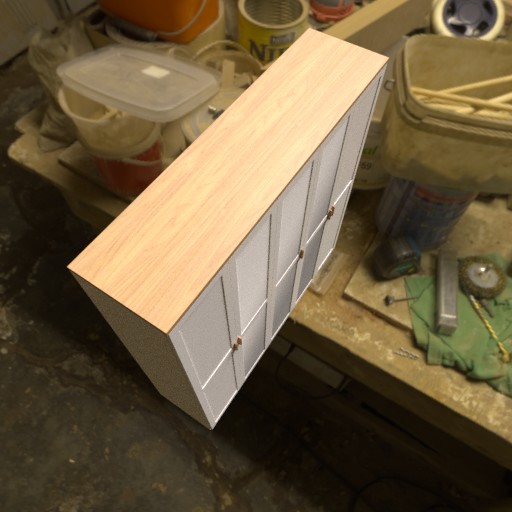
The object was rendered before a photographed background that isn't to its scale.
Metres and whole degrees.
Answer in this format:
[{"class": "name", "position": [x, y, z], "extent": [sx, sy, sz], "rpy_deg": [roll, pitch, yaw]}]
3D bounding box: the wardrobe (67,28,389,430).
[{"class": "wardrobe", "position": [0.000, 0.000, 3.321], "extent": [0.590, 2.260, 2.160], "rpy_deg": [29, 63, 17]}]
